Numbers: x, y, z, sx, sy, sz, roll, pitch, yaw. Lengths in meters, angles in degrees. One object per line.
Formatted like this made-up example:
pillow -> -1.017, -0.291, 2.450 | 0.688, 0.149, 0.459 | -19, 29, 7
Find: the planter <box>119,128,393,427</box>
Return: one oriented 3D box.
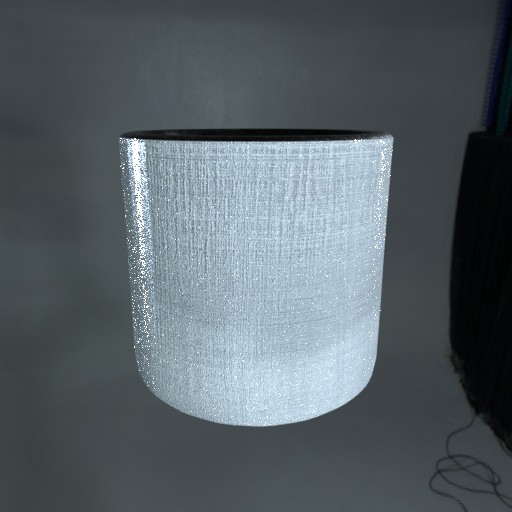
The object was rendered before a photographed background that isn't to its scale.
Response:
planter -> 0.000, 0.000, 0.287 | 0.160, 0.156, 0.160 | 0, 17, 0
